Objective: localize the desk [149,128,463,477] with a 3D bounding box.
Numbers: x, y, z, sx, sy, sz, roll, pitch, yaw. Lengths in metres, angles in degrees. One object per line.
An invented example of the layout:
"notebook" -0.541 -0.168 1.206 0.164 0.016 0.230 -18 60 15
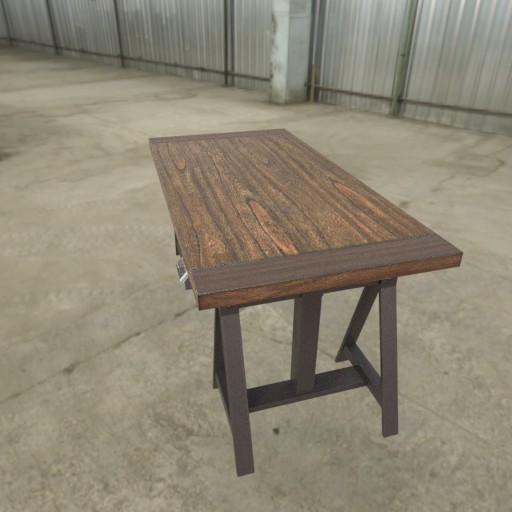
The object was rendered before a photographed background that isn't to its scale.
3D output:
"desk" 0.000 0.000 1.978 0.784 0.725 1.543 -8 30 -14
